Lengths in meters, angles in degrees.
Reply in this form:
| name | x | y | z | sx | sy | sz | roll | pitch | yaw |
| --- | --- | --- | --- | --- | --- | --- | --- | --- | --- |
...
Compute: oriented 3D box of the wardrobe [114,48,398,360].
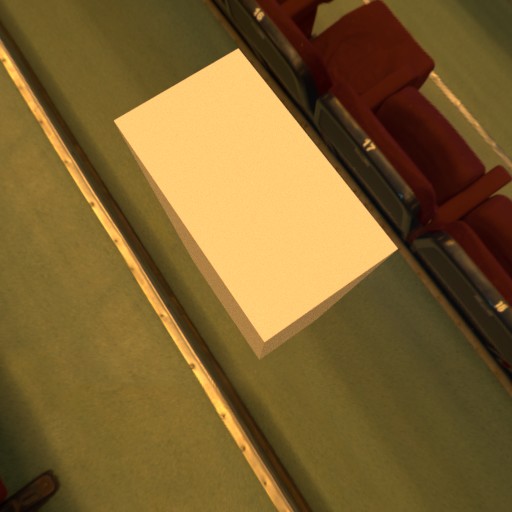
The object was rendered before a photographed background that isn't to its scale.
| name | x | y | z | sx | sy | sz | roll | pitch | yaw |
| --- | --- | --- | --- | --- | --- | --- | --- | --- | --- |
| wardrobe | 0.000 | 0.000 | 2.049 | 0.470 | 1.700 | 0.760 | -34 | 78 | -8 |
